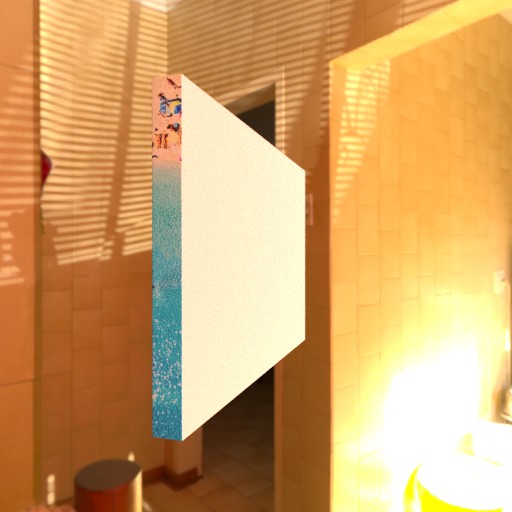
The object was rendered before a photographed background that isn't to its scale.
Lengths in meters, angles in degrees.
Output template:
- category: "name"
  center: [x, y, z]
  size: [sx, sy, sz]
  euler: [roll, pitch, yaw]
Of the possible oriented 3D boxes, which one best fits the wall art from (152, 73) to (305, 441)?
- category: "wall art"
  center: [0.000, 0.000, 0.782]
  size: [0.039, 0.406, 0.609]
  euler: [0, 0, 19]
